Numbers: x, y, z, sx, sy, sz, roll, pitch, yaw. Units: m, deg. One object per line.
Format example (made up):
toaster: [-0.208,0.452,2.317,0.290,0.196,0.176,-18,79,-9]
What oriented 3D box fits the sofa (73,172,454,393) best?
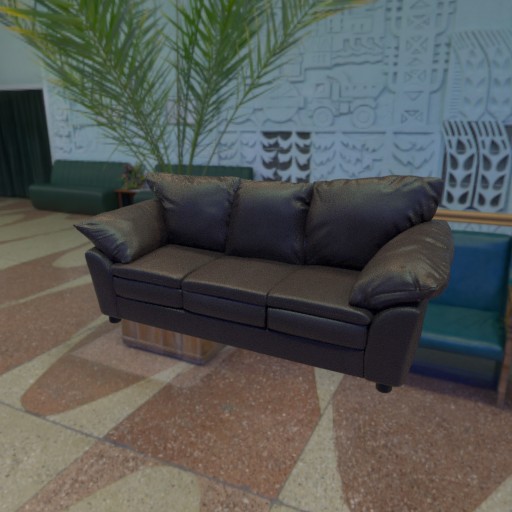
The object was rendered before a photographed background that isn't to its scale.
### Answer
sofa: [0.000,0.000,2.932,2.390,1.091,0.907,8,18,26]
